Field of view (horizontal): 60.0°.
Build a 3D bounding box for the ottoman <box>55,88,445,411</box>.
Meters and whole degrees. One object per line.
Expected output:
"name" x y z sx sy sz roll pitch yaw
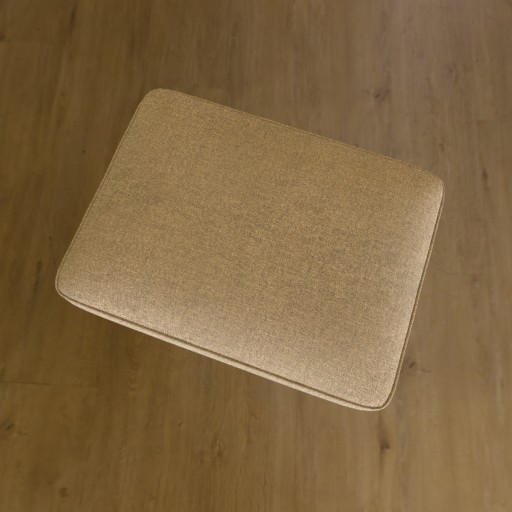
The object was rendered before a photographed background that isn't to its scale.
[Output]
"ottoman" 0.000 0.000 1.354 0.889 0.561 0.661 19 75 5
